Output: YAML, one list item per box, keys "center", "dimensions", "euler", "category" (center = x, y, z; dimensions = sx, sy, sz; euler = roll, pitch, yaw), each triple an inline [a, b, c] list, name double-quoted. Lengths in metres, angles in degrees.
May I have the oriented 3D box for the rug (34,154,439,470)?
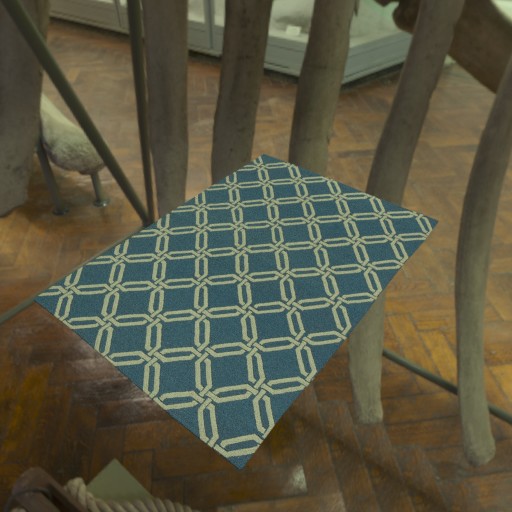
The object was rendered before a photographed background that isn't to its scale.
- center: [0.000, 0.000, 2.750]
  dimensions: [1.524, 0.013, 2.135]
  euler: [28, 48, 28]
  category: "rug"
